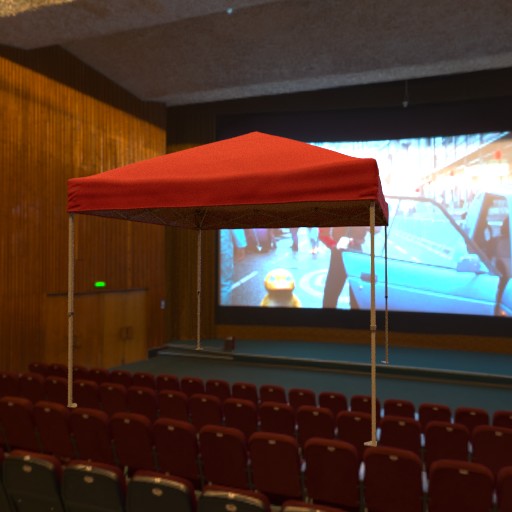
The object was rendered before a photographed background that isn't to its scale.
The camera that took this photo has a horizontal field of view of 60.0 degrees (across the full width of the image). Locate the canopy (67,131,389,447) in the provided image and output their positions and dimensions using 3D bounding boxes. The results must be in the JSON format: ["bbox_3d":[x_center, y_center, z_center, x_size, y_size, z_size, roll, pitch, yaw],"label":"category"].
[{"bbox_3d":[0.000,0.000,5.340,2.996,2.997,2.998,0,0,18],"label":"canopy"}]
